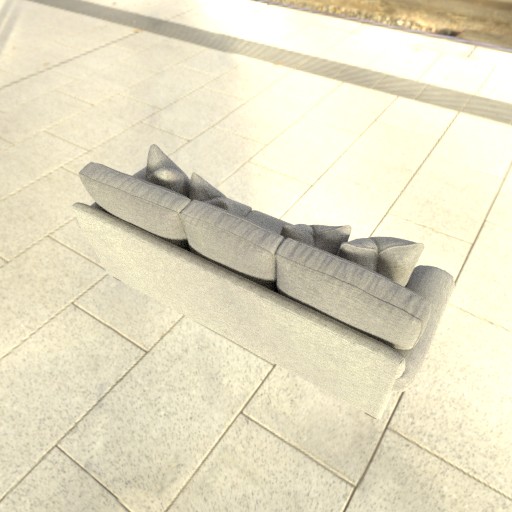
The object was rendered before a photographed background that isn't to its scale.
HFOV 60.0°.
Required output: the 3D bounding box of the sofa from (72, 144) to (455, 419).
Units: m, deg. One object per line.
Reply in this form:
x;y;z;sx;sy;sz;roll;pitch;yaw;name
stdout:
0.000;0.000;2.858;2.312;0.975;0.965;24;50;22;sofa
